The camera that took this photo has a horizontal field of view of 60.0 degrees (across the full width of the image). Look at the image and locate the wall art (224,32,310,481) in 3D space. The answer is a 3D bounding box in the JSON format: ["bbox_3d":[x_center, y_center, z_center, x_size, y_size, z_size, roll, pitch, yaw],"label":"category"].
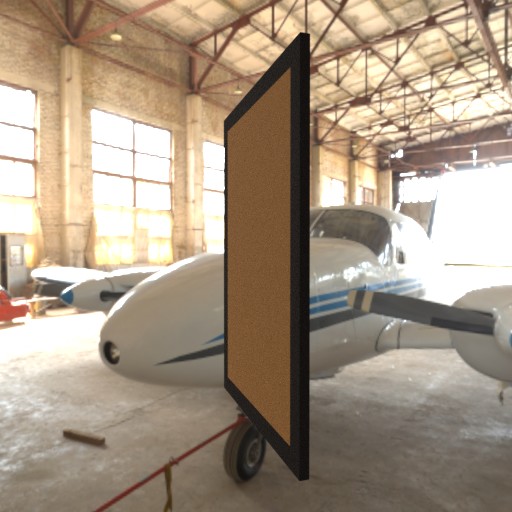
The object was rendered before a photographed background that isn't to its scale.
[{"bbox_3d":[0.000,0.000,0.709,0.013,0.534,0.380,0,1,-18],"label":"wall art"}]
